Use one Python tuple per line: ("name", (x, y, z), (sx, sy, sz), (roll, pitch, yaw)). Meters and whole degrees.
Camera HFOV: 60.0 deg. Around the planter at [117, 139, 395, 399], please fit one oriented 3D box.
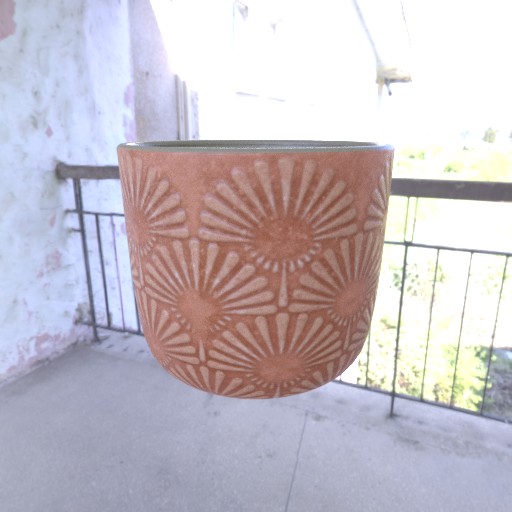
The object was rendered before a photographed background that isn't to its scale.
("planter", (0.000, 0.000, 0.220), (0.124, 0.109, 0.124), (0, 16, 0))
